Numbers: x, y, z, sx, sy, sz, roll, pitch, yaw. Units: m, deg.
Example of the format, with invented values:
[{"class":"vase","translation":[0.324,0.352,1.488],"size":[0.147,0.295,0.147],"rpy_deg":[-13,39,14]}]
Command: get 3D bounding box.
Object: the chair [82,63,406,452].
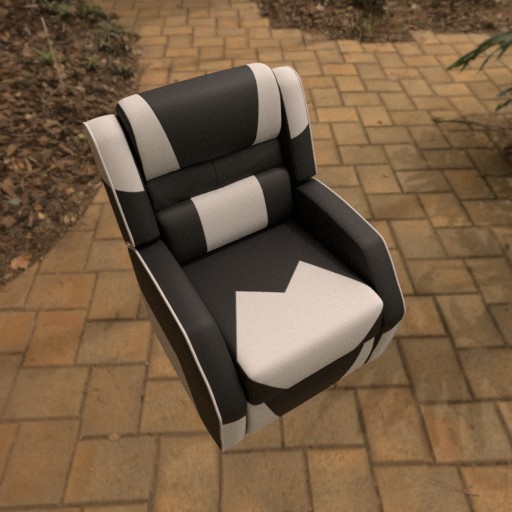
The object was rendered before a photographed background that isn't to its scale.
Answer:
[{"class":"chair","translation":[0.000,0.000,1.274],"size":[0.620,0.805,0.672],"rpy_deg":[-24,52,-21]}]
